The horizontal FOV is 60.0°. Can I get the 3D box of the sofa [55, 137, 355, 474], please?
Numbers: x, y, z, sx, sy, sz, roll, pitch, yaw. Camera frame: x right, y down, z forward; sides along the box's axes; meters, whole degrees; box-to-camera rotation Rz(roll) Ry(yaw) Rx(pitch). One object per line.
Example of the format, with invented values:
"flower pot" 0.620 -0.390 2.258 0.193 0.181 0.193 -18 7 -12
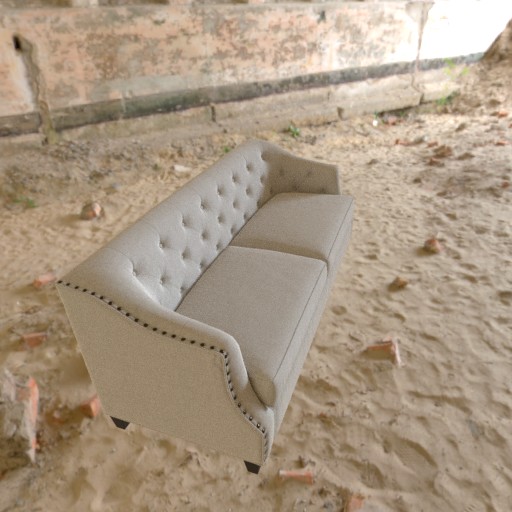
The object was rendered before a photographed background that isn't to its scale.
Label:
"sofa" 0.000 0.000 2.736 0.914 0.901 2.235 10 32 17
